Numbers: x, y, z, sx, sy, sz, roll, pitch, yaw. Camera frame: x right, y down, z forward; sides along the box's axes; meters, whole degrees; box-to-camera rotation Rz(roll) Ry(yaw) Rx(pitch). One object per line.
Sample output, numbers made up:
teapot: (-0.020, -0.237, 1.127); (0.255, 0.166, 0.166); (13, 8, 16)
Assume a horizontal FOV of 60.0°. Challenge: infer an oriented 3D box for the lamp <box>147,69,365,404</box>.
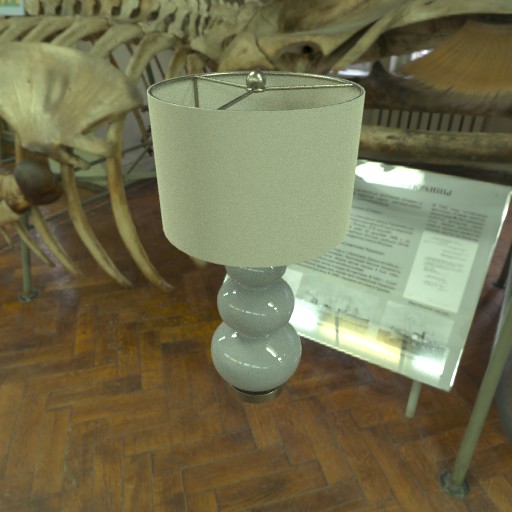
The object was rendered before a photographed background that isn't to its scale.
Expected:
lamp: (0.000, 0.000, 0.934); (0.367, 0.730, 0.367); (0, 31, 0)
